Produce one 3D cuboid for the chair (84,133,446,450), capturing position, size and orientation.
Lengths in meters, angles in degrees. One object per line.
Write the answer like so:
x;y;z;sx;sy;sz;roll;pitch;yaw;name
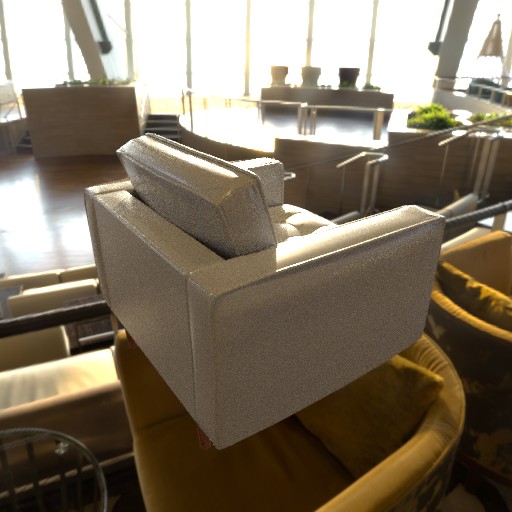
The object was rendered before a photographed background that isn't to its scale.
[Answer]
0.000;0.000;1.487;0.843;0.773;0.928;-17;31;-31;chair
